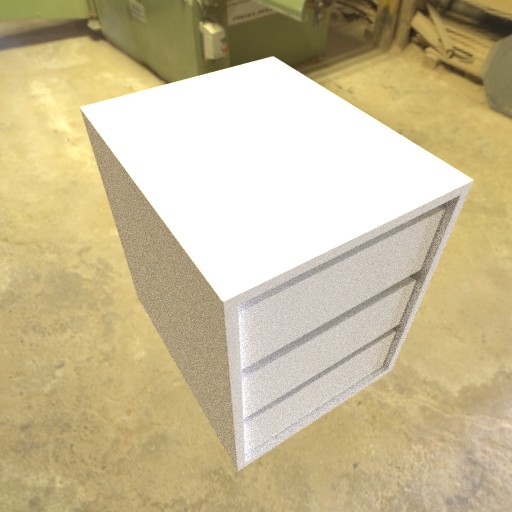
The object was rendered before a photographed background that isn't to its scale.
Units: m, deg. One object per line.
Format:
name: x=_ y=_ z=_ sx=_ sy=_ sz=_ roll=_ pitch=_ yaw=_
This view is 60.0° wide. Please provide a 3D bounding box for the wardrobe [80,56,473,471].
wardrobe: x=0.000 y=0.000 z=0.875 sx=0.400 sy=0.520 sz=0.500 roll=-25 pitch=51 yaw=-22
